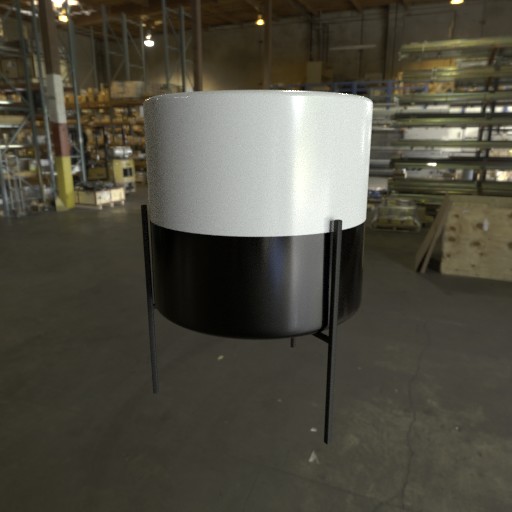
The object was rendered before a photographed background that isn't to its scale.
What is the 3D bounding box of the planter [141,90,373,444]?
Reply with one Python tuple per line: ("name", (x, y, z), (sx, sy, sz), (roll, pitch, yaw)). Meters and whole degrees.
("planter", (0.000, 0.000, 0.654), (0.310, 0.432, 0.310), (3, 15, 10))
